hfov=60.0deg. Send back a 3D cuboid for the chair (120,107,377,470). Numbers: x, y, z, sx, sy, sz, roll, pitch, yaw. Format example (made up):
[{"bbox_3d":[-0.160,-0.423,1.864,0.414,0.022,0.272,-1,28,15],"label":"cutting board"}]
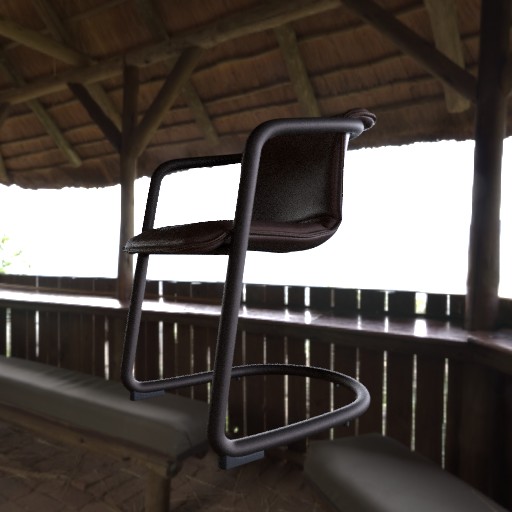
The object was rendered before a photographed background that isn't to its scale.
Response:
[{"bbox_3d":[0.000,0.000,1.233,0.664,0.836,0.536,0,0,-36],"label":"chair"}]
